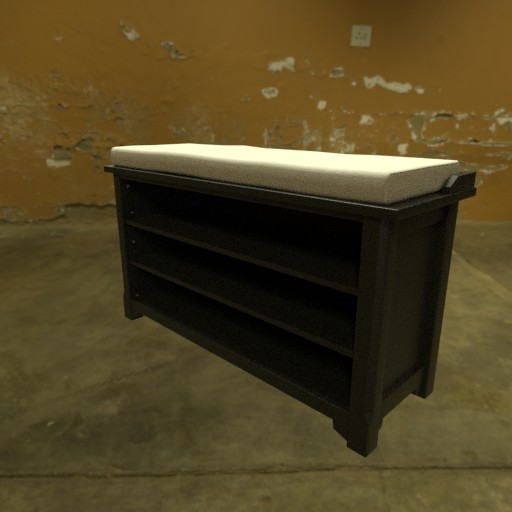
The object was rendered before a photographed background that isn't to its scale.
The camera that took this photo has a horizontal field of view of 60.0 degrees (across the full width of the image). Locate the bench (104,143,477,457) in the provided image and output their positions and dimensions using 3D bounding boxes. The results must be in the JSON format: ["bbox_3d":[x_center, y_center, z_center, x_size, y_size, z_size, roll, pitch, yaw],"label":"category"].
[{"bbox_3d":[0.000,0.000,1.211,0.973,0.561,0.345,16,24,42],"label":"bench"}]
